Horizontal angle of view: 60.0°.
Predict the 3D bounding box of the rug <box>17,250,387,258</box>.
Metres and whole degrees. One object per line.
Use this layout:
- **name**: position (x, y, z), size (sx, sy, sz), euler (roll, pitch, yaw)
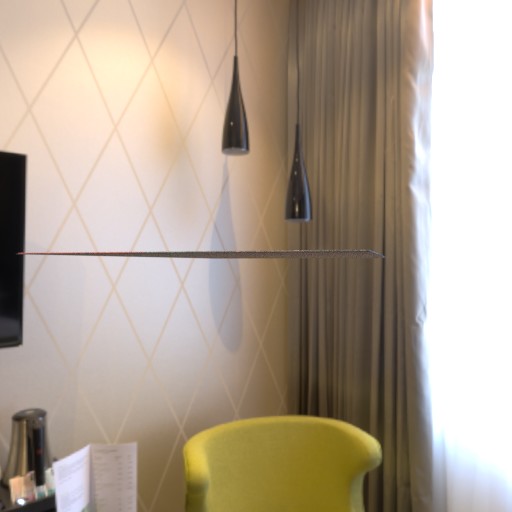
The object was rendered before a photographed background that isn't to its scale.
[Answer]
- **rug**: position (0.000, 0.000, 3.650), size (2.007, 0.013, 2.896), euler (0, -1, 18)
